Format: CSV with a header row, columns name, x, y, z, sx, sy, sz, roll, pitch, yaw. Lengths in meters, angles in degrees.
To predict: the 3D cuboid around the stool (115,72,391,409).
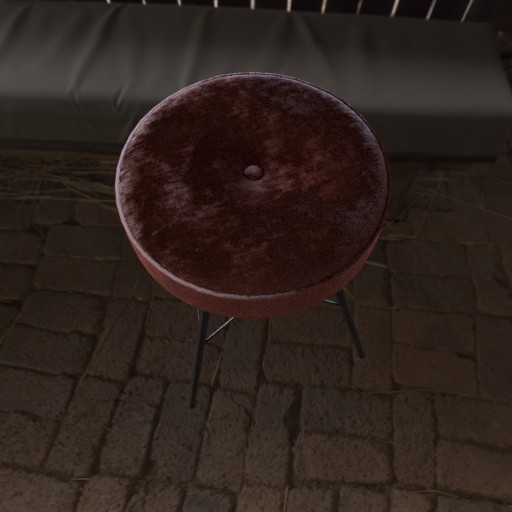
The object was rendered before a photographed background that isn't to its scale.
name,x,y,z,sx,sy,sz,roll,pitch,yaw
stool,0.000,0.000,0.907,0.457,0.593,0.421,-14,65,-7
